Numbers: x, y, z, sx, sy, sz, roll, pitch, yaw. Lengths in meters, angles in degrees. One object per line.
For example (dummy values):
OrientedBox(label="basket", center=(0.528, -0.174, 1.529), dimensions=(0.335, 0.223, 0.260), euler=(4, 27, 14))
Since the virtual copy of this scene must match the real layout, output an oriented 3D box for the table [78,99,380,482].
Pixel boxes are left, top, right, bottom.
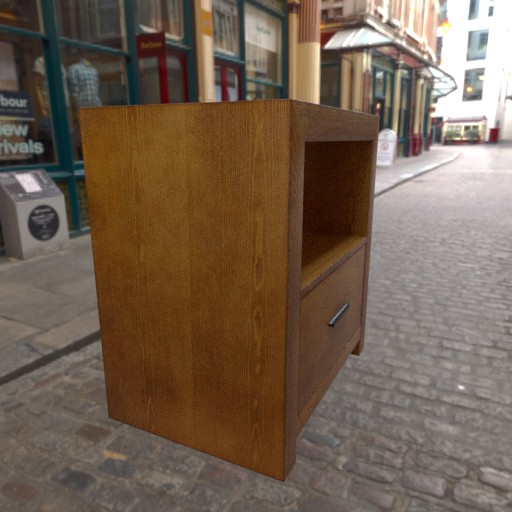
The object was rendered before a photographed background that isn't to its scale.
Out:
OrientedBox(label="table", center=(0.000, 0.000, 0.982), dimensions=(0.400, 0.605, 0.550), euler=(7, 17, 26))
